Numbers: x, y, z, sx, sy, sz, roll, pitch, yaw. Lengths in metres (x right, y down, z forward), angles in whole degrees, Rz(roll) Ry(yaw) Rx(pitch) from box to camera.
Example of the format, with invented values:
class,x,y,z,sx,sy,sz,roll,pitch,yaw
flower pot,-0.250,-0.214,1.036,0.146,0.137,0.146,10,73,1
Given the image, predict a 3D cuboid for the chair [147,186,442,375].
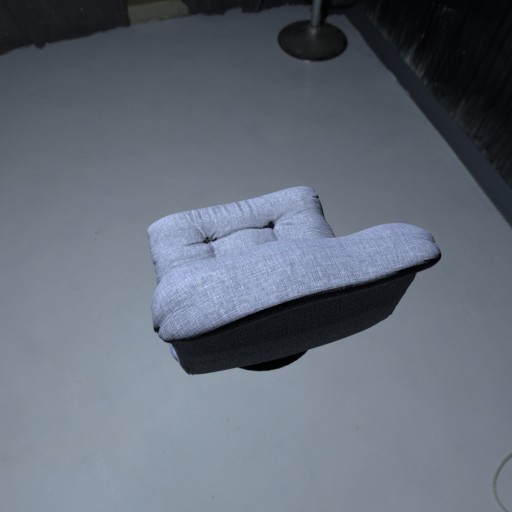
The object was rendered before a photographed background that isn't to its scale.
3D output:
class,x,y,z,sx,sy,sz,roll,pitch,yaw
chair,0.000,0.000,1.228,0.597,0.749,0.668,-14,59,-9
